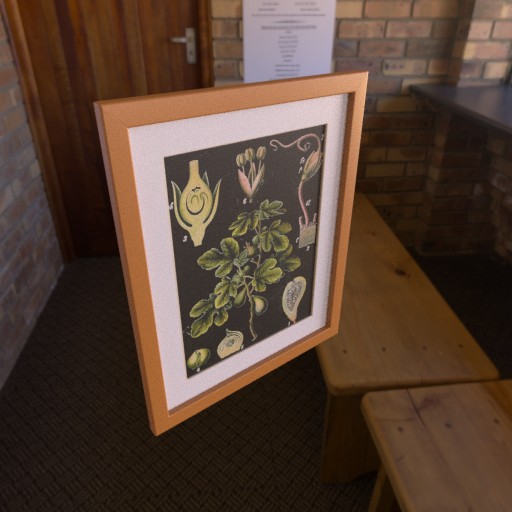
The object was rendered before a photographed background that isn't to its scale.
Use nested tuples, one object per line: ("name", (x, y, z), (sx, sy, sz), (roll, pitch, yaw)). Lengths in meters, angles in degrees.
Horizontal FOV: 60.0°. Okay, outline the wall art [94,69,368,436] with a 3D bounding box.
("wall art", (0.000, 0.000, 0.516), (0.310, 0.379, 0.015), (-21, 36, -32))
